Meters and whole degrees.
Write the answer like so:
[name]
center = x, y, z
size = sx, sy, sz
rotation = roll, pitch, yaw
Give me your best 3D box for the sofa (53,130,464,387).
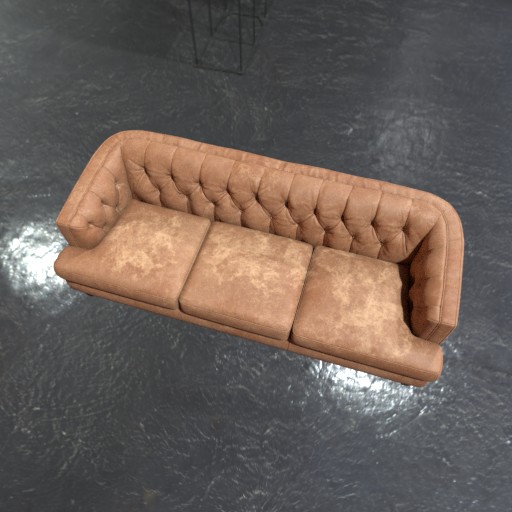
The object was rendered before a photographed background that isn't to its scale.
[sofa]
center = 0.000, 0.000, 2.687
size = 2.257, 0.791, 0.922
rotation = 14, 59, 9
